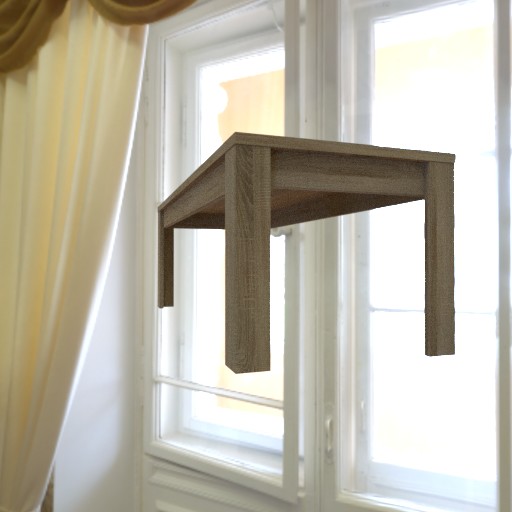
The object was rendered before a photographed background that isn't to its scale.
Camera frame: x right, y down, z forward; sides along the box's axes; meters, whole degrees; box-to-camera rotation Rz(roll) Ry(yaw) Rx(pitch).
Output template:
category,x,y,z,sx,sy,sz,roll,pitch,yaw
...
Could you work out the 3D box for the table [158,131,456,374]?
category,x,y,z,sx,sy,sz,roll,pitch,yaw
table,0.000,0.000,2.628,0.900,0.790,2.200,0,-1,-19
